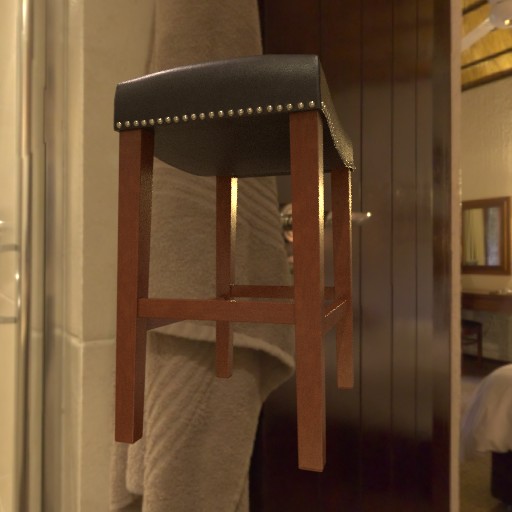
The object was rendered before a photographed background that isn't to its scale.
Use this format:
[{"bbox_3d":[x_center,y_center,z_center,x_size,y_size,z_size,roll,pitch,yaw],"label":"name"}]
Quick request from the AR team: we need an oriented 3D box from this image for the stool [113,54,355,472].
[{"bbox_3d":[0.000,0.000,0.947,0.372,0.654,0.504,0,-1,18],"label":"stool"}]
